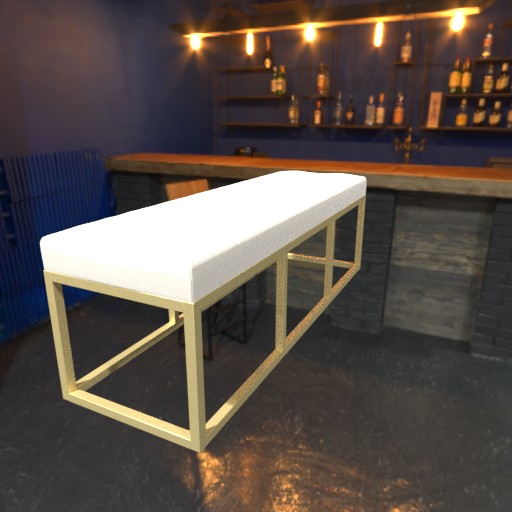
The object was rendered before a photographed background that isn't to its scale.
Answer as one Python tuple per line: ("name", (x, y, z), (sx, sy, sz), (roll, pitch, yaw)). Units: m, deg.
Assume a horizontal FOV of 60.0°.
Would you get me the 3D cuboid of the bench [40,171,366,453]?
("bench", (0.000, 0.000, 1.685), (0.457, 0.484, 1.473), (9, 20, 26))
